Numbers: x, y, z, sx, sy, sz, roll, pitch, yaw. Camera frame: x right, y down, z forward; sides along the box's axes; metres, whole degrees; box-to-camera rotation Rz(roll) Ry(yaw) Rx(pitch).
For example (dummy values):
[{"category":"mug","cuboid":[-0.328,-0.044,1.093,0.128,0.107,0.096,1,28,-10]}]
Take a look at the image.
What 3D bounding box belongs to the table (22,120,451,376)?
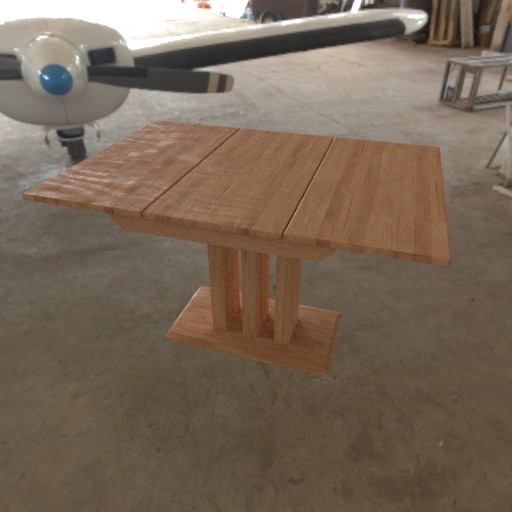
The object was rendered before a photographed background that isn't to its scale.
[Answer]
[{"category":"table","cuboid":[0.000,0.000,1.832,1.300,0.770,0.900,10,34,15]}]
